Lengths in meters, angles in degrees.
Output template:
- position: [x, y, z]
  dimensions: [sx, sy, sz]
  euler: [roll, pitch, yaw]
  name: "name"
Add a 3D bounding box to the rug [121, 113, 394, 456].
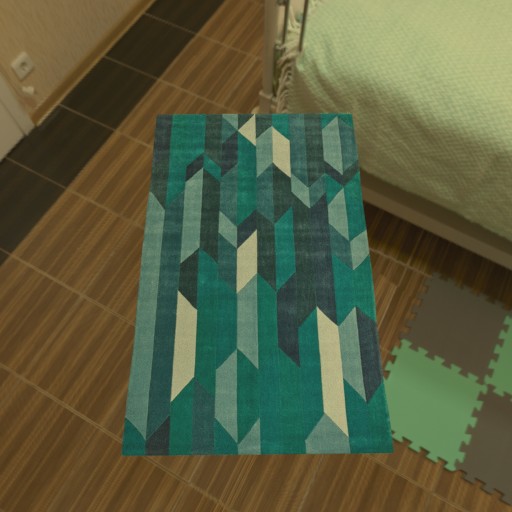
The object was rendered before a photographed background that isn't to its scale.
- position: [0.000, 0.000, 2.960]
  dimensions: [1.528, 0.005, 2.420]
  euler: [0, 66, 0]
  name: "rug"
